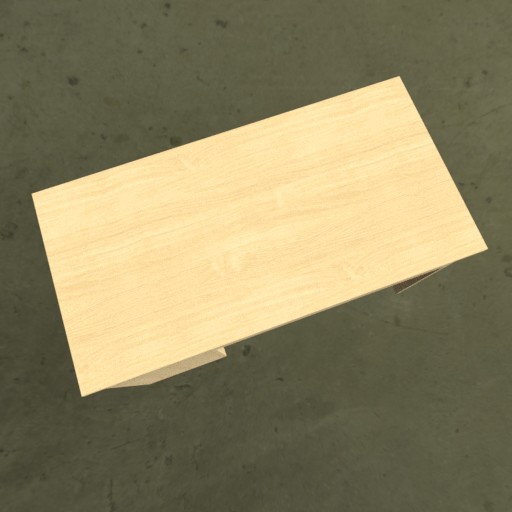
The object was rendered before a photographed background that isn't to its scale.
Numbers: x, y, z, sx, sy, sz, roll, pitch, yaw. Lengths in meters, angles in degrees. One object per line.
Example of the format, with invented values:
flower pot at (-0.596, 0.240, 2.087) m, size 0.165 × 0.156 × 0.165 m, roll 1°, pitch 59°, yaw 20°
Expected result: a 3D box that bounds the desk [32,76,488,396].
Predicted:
desk at (0.000, 0.000, 1.541) m, size 1.097 × 0.735 × 0.560 m, roll -19°, pitch 76°, yaw -5°
